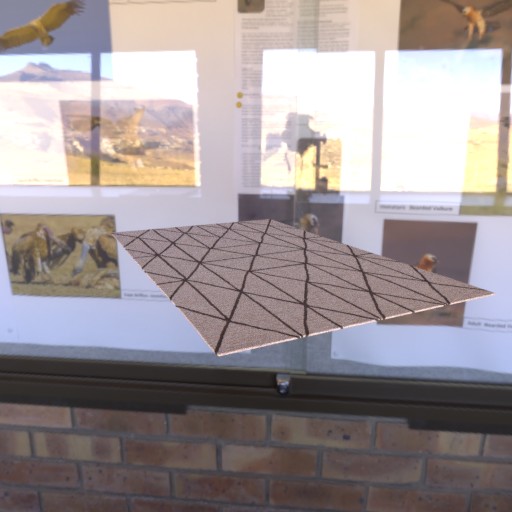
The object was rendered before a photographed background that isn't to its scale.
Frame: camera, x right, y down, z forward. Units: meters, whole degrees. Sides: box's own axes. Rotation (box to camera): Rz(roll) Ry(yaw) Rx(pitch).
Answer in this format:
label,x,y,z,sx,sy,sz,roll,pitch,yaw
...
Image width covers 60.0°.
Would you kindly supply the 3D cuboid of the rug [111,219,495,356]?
label,x,y,z,sx,sy,sz,roll,pitch,yaw
rug,0.000,0.000,3.011,1.526,0.008,2.465,-7,16,-25
